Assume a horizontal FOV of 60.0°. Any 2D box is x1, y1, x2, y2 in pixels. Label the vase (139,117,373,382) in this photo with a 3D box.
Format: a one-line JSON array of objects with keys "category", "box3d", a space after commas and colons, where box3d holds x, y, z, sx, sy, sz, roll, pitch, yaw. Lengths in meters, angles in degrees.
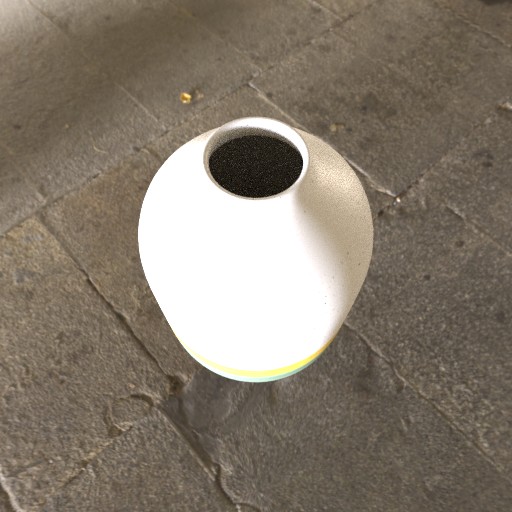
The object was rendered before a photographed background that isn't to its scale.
[{"category": "vase", "box3d": [0.000, 0.000, 0.357, 0.169, 0.240, 0.169, 0, 62, 0]}]
